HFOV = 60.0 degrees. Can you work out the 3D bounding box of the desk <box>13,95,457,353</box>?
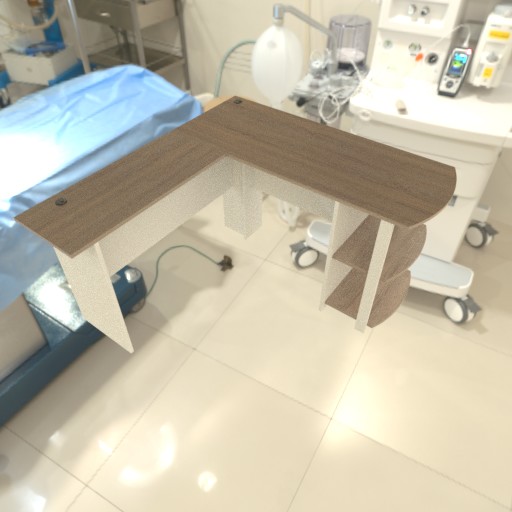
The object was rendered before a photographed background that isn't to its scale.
[{"bbox_3d":[0.000,0.000,2.053,1.303,0.716,1.361,27,50,26],"label":"desk"}]
